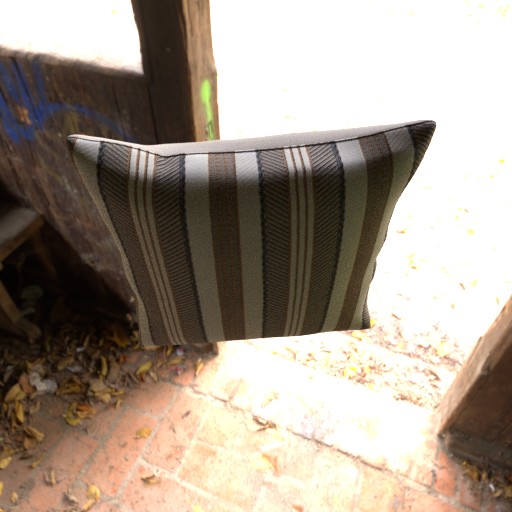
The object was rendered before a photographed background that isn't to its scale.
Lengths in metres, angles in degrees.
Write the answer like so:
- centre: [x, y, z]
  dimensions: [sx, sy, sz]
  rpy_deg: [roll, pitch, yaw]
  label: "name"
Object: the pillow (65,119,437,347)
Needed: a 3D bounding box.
- centre: [0.000, 0.000, 0.631]
  dimensions: [0.416, 0.401, 0.173]
  rpy_deg: [-4, 46, -4]
  label: "pillow"
